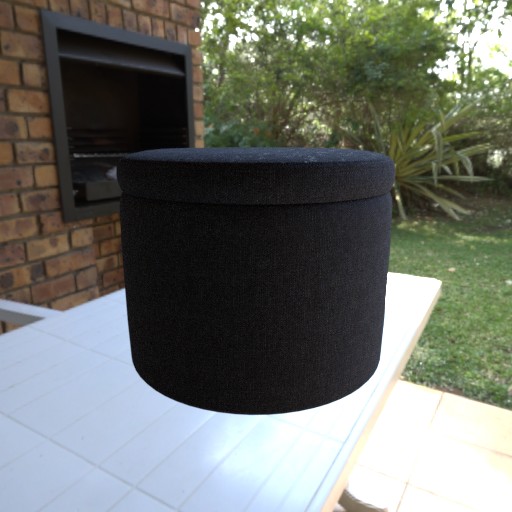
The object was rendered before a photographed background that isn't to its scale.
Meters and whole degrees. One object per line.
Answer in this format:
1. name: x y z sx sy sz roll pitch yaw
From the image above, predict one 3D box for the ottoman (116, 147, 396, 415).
1. ottoman: 0.000 0.000 0.903 0.520 0.430 0.520 0 15 0
